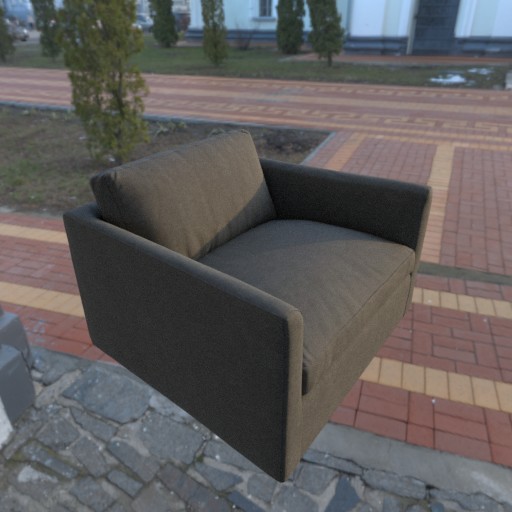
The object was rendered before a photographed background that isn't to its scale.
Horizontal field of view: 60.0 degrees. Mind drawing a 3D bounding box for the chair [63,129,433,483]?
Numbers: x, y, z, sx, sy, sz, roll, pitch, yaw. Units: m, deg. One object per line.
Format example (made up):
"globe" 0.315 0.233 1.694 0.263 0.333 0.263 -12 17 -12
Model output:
"chair" 0.000 0.000 1.872 1.091 0.845 1.190 19 34 31
